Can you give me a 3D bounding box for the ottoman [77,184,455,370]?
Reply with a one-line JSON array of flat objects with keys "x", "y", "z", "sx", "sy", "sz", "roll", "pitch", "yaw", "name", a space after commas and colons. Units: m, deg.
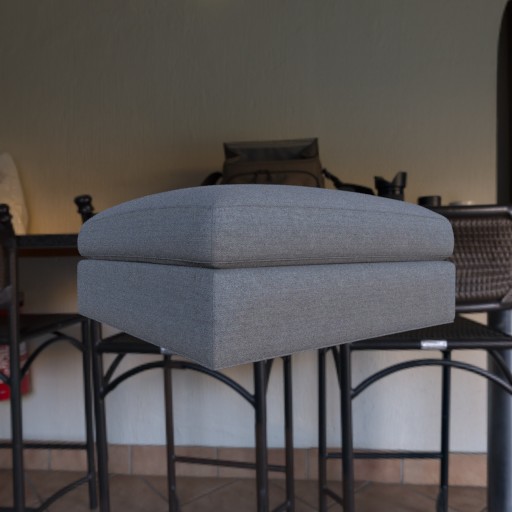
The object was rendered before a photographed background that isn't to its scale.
[{"x": 0.000, "y": 0.000, "z": 1.669, "sx": 1.041, "sy": 0.470, "sz": 1.041, "roll": -1, "pitch": 2, "yaw": -37, "name": "ottoman"}]
